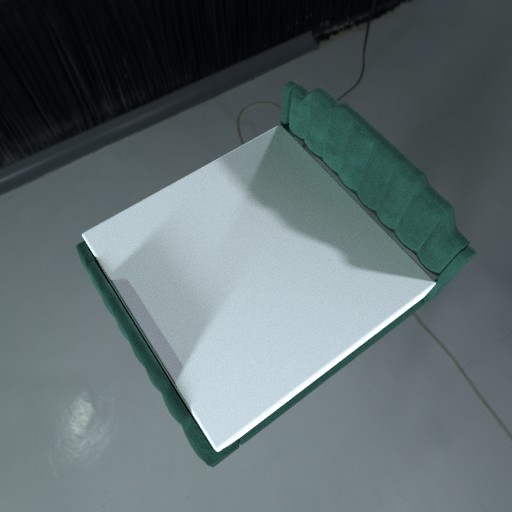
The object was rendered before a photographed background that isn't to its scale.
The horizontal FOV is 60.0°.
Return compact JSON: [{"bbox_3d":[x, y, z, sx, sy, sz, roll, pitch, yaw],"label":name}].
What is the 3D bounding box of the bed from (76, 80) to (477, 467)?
[{"bbox_3d":[0.000,0.000,3.501,2.340,1.245,2.074,-33,67,-15],"label":"bed"}]
